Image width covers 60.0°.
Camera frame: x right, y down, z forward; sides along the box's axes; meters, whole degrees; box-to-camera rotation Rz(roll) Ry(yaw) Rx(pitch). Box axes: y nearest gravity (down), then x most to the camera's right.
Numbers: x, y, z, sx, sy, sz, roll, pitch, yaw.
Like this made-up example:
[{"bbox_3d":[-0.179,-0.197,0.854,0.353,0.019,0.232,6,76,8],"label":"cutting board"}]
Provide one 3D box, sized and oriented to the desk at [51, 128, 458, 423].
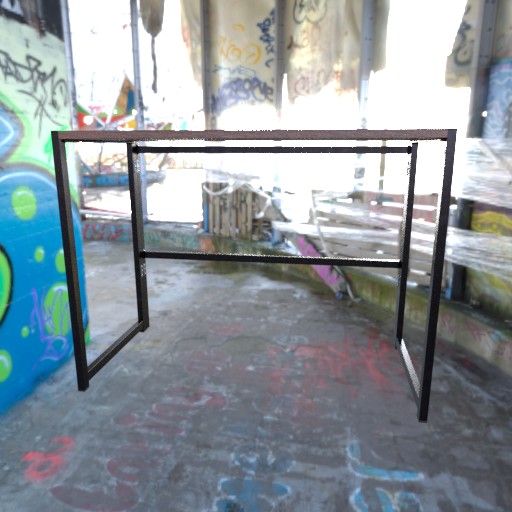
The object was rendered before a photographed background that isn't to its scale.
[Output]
[{"bbox_3d":[0.000,0.000,1.419,1.016,0.762,0.508,2,14,9],"label":"desk"}]
